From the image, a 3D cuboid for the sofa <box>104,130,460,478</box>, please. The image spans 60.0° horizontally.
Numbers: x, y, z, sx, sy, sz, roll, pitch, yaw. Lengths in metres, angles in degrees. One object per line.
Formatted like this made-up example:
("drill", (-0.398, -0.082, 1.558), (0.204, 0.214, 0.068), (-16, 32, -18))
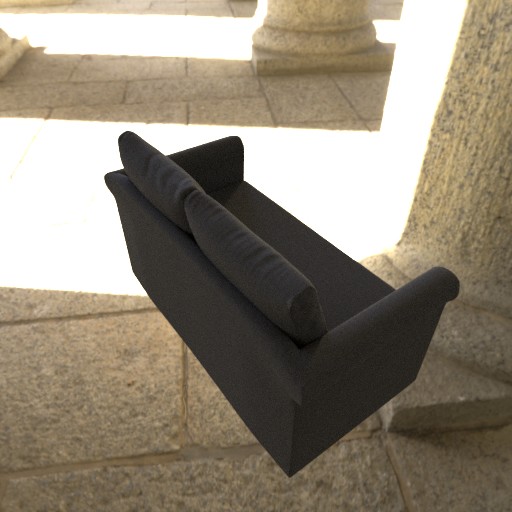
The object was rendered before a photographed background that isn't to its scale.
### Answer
("sofa", (0.000, 0.000, 1.939), (0.741, 0.872, 1.460), (-25, 46, -27))
